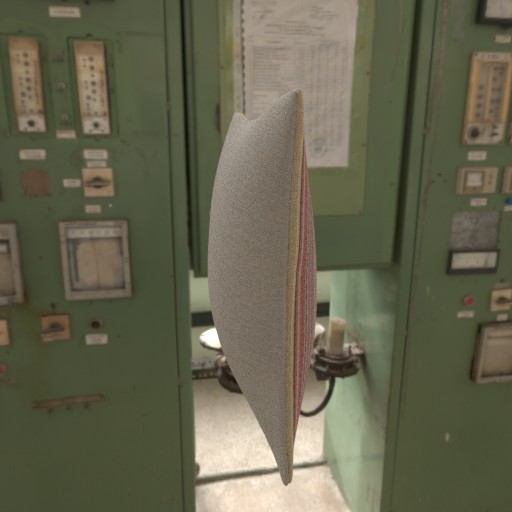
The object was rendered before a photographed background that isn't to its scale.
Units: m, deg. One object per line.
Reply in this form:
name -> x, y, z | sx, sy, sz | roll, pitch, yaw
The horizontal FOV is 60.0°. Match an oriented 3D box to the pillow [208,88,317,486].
pillow -> 0.000, 0.000, 0.640 | 0.136, 0.419, 0.437 | -3, 15, -9
